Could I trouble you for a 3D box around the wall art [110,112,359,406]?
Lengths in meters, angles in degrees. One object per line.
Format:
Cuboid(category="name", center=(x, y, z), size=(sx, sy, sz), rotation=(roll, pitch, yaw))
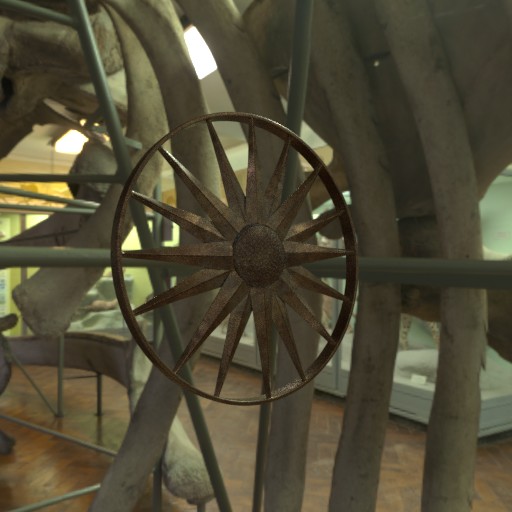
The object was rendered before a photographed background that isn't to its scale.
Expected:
Cuboid(category="wall art", center=(0.000, 0.000, 0.903), size=(0.582, 0.583, 0.084), rotation=(0, 0, -36))
